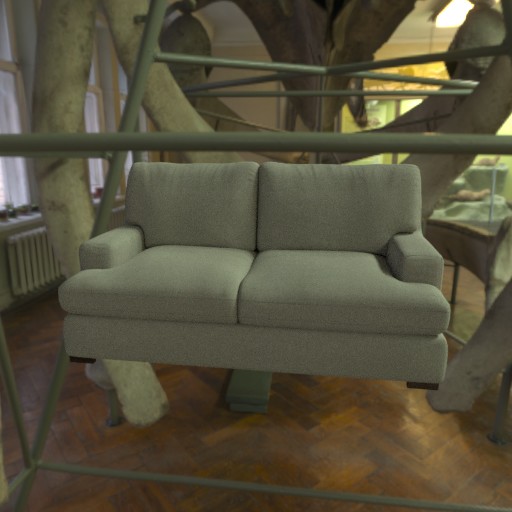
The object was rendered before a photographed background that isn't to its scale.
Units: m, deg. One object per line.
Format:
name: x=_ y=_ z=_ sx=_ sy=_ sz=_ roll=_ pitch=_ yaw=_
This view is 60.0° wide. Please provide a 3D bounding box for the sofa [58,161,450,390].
sofa: x=0.000 y=0.000 z=2.413 sx=1.855 sy=0.980 sz=0.962 roll=2 pitch=14 yaw=8
